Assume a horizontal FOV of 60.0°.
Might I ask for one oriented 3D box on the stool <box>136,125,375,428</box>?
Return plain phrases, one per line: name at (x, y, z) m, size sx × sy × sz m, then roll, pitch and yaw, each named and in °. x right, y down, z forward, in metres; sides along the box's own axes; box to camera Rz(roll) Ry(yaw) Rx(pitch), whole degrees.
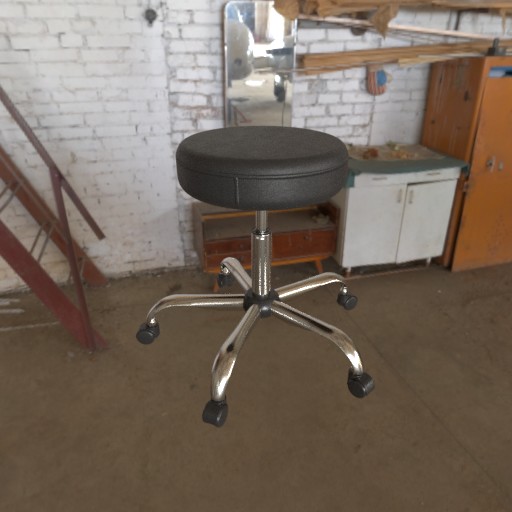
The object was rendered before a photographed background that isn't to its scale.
stool at (0.000, 0.000, 1.136) m, size 0.673 × 0.576 × 0.638 m, roll 9°, pitch 28°, yaw 17°
